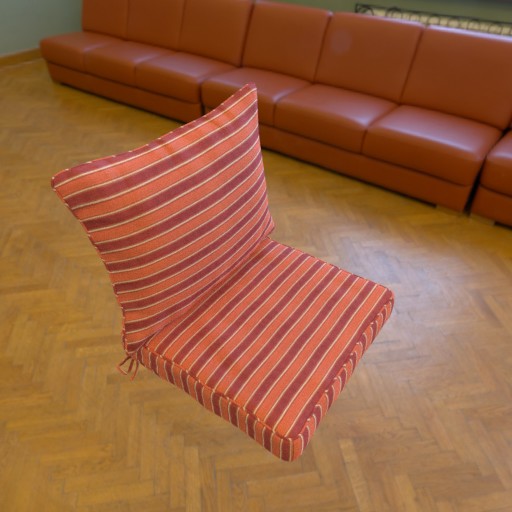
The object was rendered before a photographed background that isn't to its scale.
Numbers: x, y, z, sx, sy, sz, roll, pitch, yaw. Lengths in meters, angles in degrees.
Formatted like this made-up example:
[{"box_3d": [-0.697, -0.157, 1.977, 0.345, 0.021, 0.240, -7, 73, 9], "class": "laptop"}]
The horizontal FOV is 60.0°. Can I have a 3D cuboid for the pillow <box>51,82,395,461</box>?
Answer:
[{"box_3d": [0.000, 0.000, 1.336, 0.733, 0.723, 0.799, 24, 46, 26], "class": "pillow"}]
